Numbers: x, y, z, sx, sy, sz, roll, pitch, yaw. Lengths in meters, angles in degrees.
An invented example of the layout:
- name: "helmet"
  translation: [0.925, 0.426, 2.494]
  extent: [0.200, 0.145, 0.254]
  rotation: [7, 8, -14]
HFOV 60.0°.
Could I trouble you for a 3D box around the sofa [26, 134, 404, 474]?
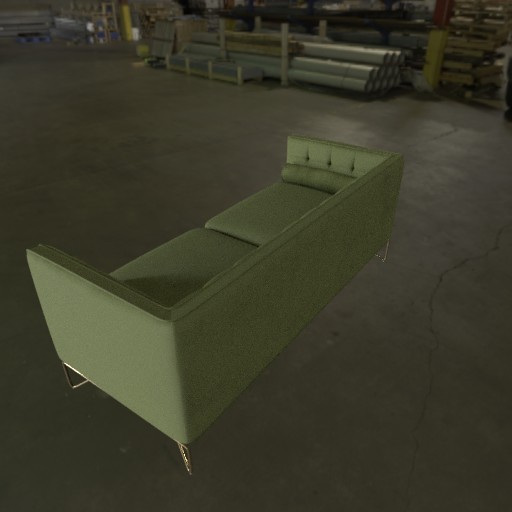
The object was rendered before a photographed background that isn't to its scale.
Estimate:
- name: "sofa"
  translation: [0.000, 0.000, 2.489]
  extent: [0.867, 0.789, 2.087]
  rotation: [21, 37, 30]
